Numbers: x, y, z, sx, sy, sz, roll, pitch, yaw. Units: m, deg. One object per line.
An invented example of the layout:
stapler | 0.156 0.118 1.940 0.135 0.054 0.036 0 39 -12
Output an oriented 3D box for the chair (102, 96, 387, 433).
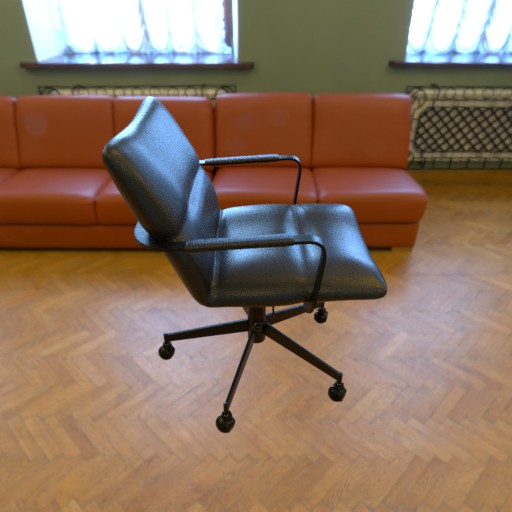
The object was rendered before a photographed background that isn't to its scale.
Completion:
chair | 0.000 0.000 1.482 0.748 0.922 0.719 -1 32 -1
